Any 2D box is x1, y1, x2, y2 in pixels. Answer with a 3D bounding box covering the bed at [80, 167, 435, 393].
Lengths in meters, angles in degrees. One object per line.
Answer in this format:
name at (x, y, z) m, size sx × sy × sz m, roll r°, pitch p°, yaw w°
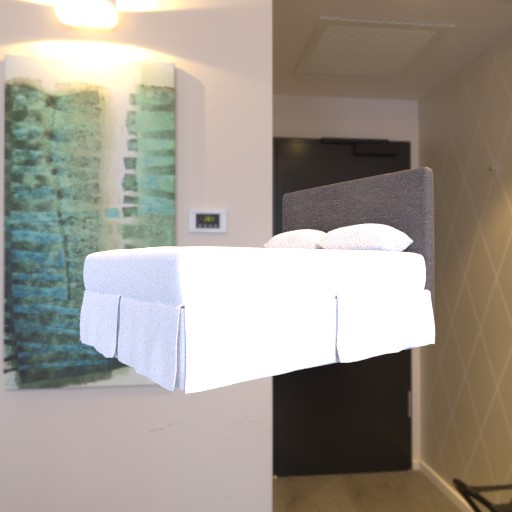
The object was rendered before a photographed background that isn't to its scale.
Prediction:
bed at (0.000, 0.000, 3.278) m, size 2.142 × 1.330 × 1.723 m, roll 1°, pitch -1°, yaw -37°
